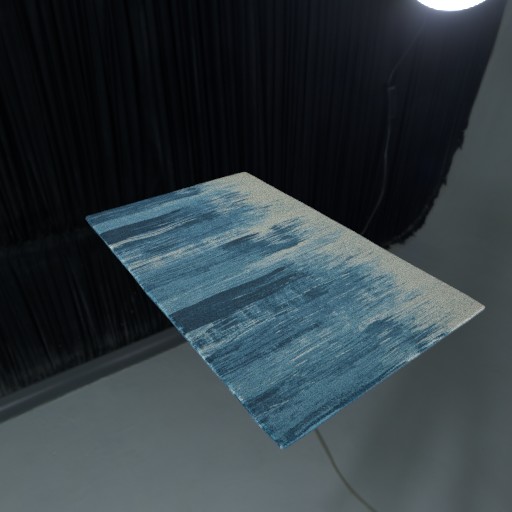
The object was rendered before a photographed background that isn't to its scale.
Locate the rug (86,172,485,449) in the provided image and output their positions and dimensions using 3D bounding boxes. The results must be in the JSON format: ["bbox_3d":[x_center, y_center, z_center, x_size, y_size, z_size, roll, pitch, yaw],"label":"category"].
[{"bbox_3d":[0.000,0.000,3.002,1.540,0.027,2.450,-22,39,-29],"label":"rug"}]
